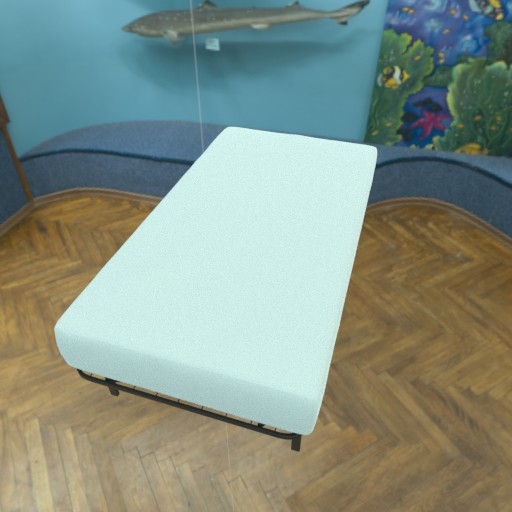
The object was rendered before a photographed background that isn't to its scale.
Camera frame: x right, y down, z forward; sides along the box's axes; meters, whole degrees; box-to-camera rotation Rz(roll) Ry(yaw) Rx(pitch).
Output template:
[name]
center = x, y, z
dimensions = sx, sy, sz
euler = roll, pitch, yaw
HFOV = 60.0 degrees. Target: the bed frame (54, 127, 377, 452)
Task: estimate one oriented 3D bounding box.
[bed frame]
center = 0.000, 0.000, 2.380
dimensions = 1.025, 0.640, 1.908
euler = 12, 42, 13
